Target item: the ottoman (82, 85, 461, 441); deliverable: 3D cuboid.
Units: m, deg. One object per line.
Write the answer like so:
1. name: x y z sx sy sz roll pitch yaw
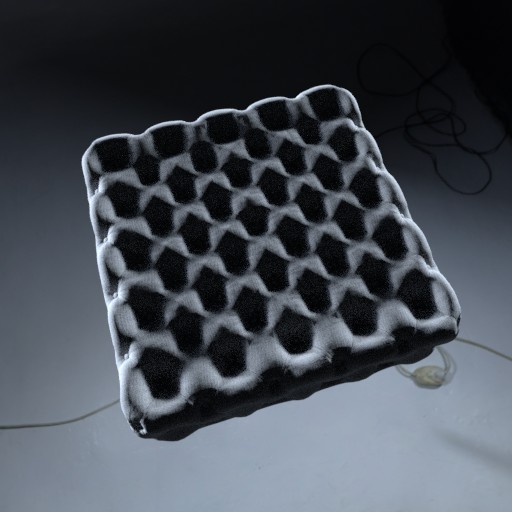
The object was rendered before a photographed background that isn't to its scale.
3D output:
1. ottoman: 0.000 0.000 1.172 0.758 0.365 0.764 -15 66 -7
